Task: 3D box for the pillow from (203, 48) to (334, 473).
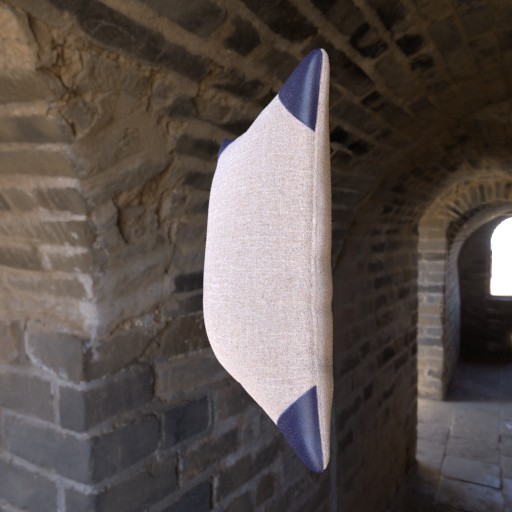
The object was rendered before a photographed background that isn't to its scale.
[{"bbox_3d":[0.000,0.000,0.659,0.147,0.441,0.440,-1,2,-18],"label":"pillow"}]
